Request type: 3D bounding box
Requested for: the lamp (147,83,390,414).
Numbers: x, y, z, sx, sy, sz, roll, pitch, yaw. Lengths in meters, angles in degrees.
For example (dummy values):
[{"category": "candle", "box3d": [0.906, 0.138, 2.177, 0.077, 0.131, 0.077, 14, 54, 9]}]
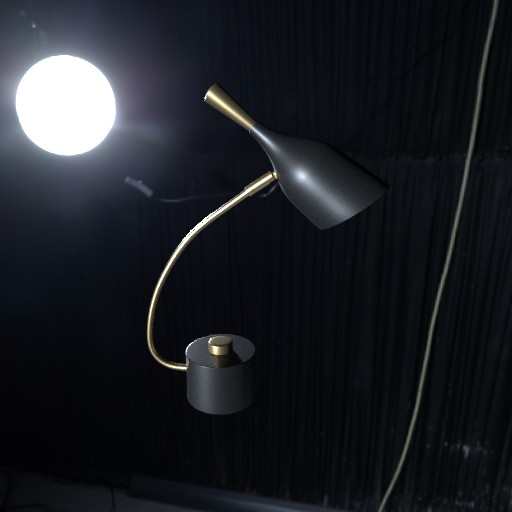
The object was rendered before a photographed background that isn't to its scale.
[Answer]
[{"category": "lamp", "box3d": [0.000, 0.000, 0.634, 0.352, 0.464, 0.110, 3, 17, 11]}]
